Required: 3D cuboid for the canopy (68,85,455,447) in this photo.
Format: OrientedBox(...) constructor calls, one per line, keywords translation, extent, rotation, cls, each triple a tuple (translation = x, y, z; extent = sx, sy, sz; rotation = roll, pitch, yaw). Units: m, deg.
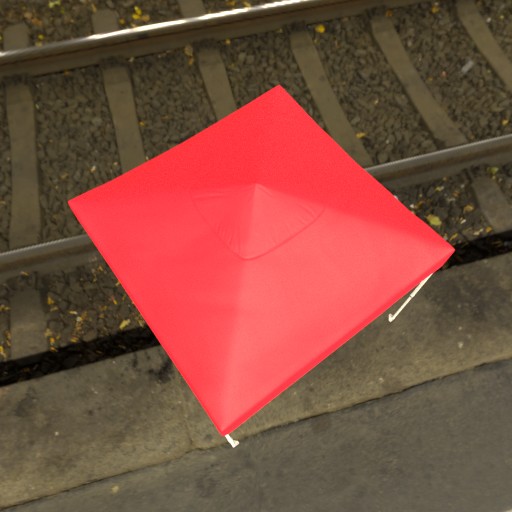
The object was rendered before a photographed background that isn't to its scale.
OrientedBox(translation=(0.000, 0.000, 5.417), extent=(2.998, 2.997, 2.996), rotation=(-34, 68, -16), cls="canopy")
